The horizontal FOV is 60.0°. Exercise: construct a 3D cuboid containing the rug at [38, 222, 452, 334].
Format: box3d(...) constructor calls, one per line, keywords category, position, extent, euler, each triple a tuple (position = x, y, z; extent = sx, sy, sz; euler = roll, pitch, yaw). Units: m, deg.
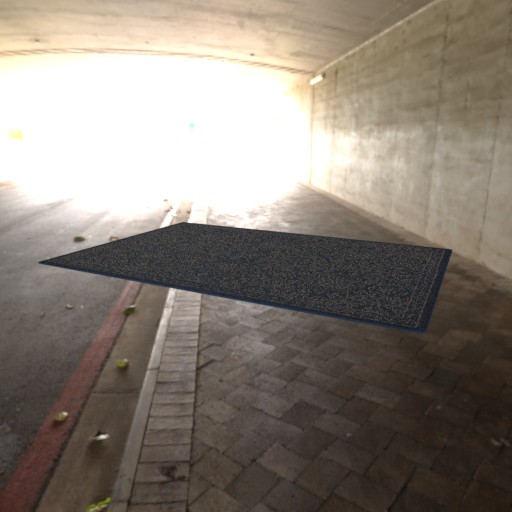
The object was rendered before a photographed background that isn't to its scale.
box3d(category="rug", position=(0.000, 0.000, 2.336), extent=(1.829, 0.010, 1.219), euler=(7, 17, 26))
